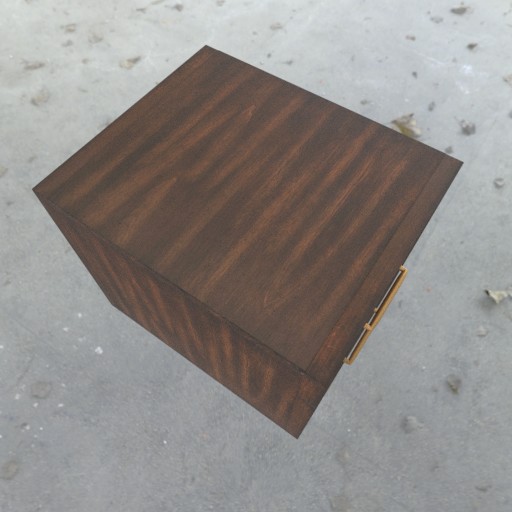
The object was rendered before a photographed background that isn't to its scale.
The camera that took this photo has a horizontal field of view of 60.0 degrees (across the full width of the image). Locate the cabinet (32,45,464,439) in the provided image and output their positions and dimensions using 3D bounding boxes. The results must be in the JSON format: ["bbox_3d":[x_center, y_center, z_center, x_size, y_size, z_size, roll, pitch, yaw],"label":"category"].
[{"bbox_3d":[0.000,0.000,0.839,0.500,0.455,0.402,31,65,17],"label":"cabinet"}]
